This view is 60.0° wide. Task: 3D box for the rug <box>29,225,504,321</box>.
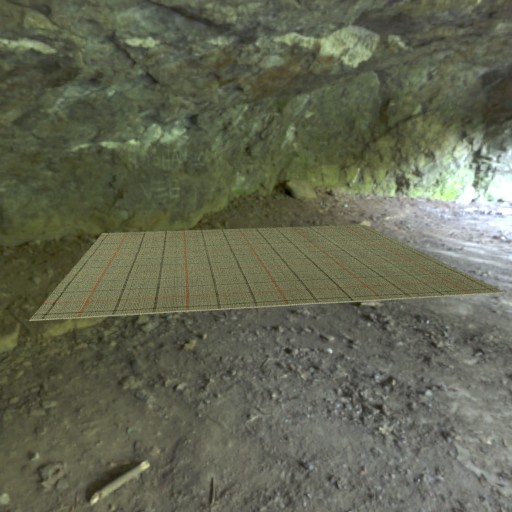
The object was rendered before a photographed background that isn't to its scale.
[{"bbox_3d":[0.000,0.000,3.955,3.048,0.012,2.444,-2,15,-9],"label":"rug"}]
